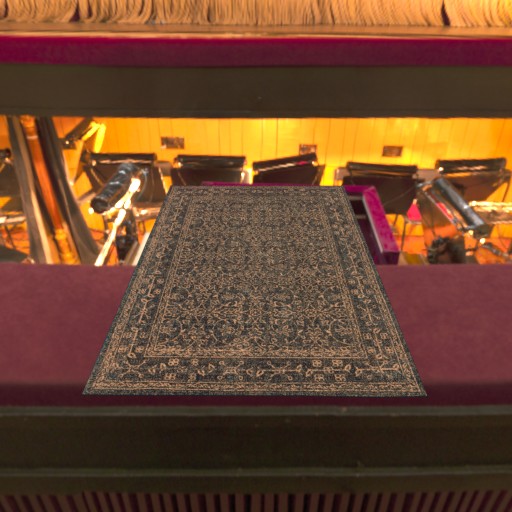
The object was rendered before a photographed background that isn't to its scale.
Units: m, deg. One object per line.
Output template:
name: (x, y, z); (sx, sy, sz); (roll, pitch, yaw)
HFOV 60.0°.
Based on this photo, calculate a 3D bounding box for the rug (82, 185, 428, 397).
rug: (0.000, 0.000, 2.300); (1.200, 0.005, 1.819); (0, 32, 0)
